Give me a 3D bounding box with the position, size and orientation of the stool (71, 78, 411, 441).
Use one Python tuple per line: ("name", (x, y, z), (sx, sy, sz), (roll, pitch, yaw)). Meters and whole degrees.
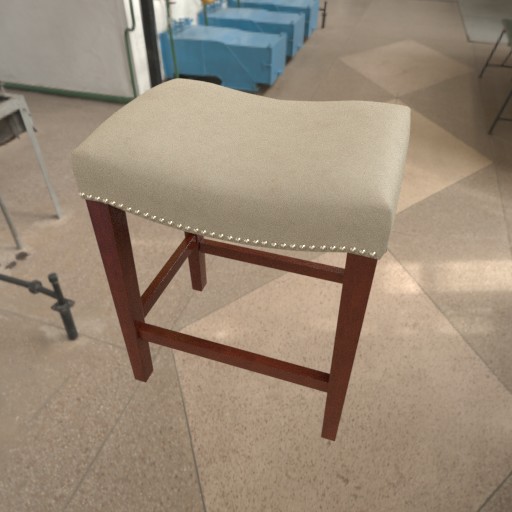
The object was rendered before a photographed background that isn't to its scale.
("stool", (0.000, 0.000, 0.948), (0.509, 0.632, 0.375), (12, 42, 14))
